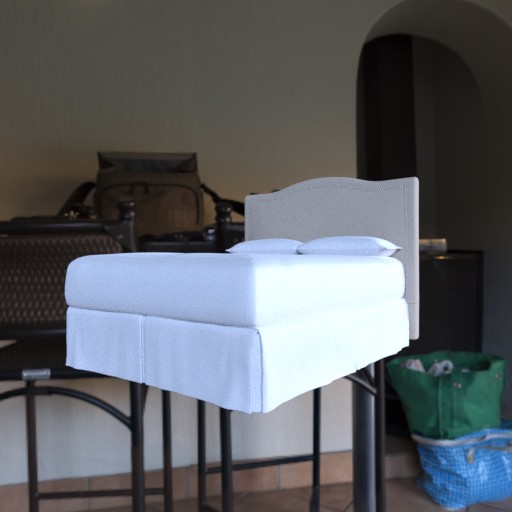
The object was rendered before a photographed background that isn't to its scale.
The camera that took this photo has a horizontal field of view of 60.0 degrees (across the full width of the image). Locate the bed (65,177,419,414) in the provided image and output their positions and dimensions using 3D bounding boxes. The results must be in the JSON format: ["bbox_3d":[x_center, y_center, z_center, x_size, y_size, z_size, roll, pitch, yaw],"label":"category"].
[{"bbox_3d":[0.000,0.000,3.156,1.678,1.398,2.052,0,-1,37],"label":"bed"}]
